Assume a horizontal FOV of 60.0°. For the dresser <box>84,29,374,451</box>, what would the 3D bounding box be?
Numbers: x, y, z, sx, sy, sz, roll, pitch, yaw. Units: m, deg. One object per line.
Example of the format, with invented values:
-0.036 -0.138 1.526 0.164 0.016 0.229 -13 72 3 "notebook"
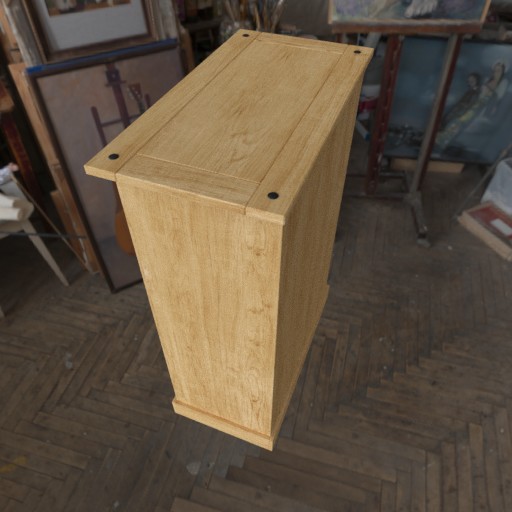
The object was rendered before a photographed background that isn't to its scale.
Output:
0.000 0.000 1.705 0.485 1.300 0.915 16 48 15 "dresser"
